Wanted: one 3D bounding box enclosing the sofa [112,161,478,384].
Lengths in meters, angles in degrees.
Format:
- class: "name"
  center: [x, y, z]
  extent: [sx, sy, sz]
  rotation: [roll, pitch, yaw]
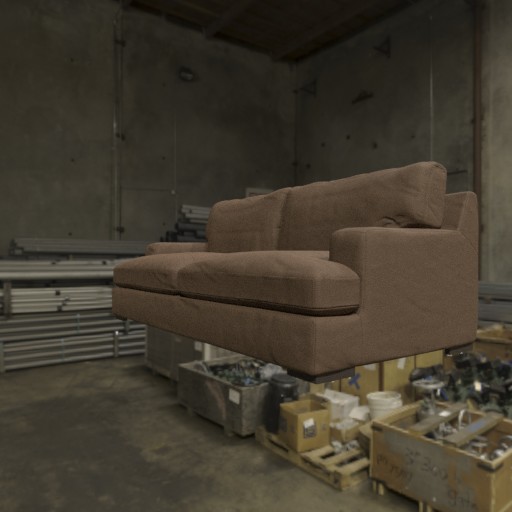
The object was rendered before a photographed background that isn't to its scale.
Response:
- class: "sofa"
  center: [0.000, 0.000, 2.783]
  extent: [1.140, 0.950, 2.274]
  rotation: [0, -1, -36]
